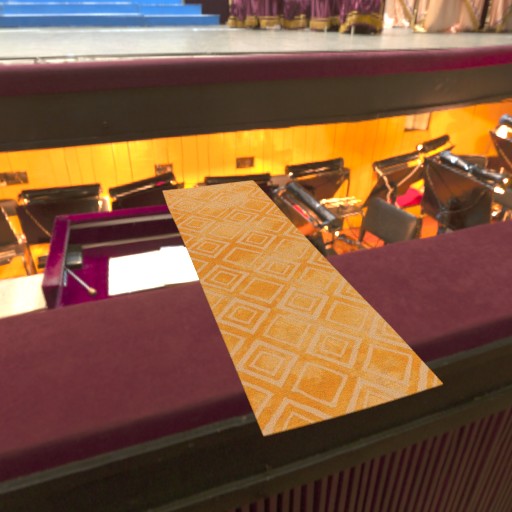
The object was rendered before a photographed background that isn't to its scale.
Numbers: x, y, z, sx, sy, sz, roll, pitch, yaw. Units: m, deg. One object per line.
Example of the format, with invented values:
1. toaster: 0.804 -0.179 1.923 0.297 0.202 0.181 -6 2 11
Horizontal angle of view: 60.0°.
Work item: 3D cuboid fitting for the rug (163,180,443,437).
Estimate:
1. rug: 0.000 0.000 2.662 0.775 0.010 2.438 -10 32 -16
